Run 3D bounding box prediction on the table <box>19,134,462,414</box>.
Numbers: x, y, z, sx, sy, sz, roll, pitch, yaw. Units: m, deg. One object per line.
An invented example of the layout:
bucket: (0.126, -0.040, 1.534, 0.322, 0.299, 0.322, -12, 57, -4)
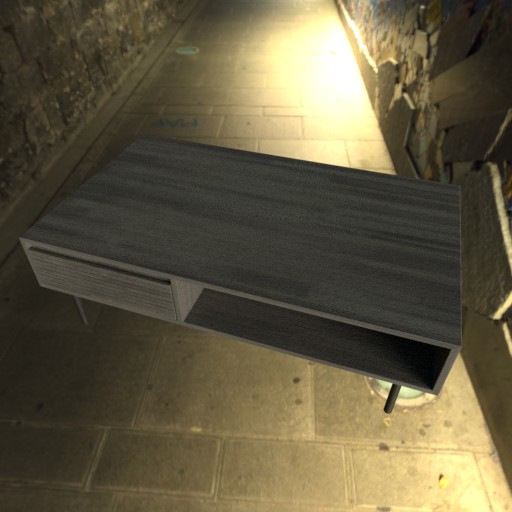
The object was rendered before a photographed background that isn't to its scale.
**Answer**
table: (0.000, 0.000, 1.358, 1.088, 0.347, 0.643, 13, 42, 14)
